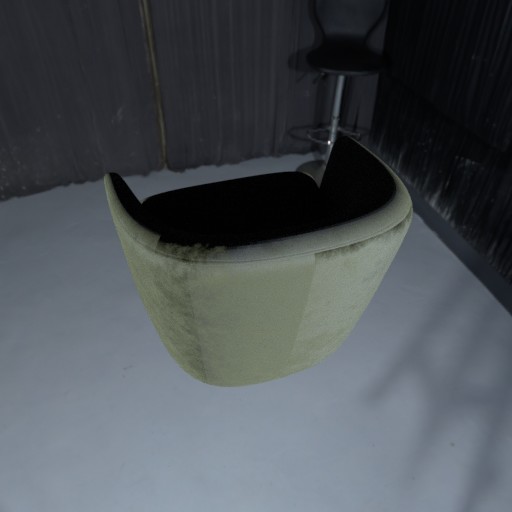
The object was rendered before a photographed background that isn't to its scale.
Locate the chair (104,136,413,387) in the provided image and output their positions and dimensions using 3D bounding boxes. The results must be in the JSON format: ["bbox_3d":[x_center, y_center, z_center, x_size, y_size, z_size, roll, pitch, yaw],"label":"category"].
[{"bbox_3d":[0.000,0.000,1.342,0.773,0.698,0.767,-12,44,-13],"label":"chair"}]
